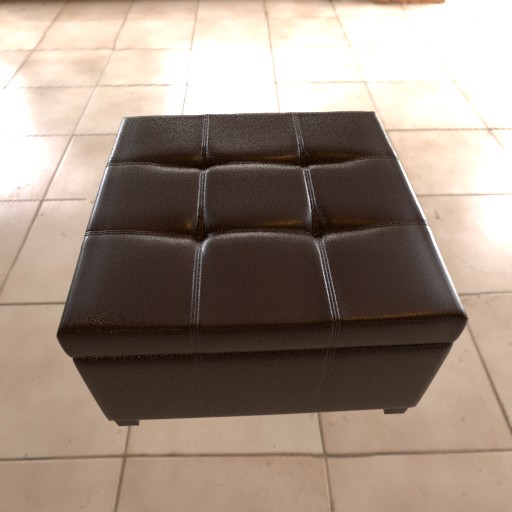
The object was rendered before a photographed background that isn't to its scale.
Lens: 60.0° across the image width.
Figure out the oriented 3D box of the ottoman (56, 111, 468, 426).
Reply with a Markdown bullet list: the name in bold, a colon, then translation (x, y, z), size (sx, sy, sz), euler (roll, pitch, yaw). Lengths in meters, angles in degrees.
- **ottoman**: translation (0.000, 0.000, 1.239), size (0.788, 0.460, 0.787), euler (-2, 47, -2)
